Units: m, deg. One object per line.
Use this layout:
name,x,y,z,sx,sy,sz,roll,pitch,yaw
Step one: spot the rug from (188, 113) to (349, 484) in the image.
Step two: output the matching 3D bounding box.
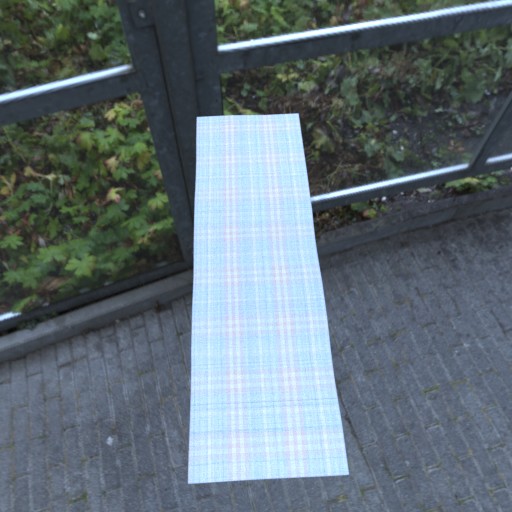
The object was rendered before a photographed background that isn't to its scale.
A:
rug,0.000,0.000,2.699,0.762,0.013,2.439,-2,60,-1
